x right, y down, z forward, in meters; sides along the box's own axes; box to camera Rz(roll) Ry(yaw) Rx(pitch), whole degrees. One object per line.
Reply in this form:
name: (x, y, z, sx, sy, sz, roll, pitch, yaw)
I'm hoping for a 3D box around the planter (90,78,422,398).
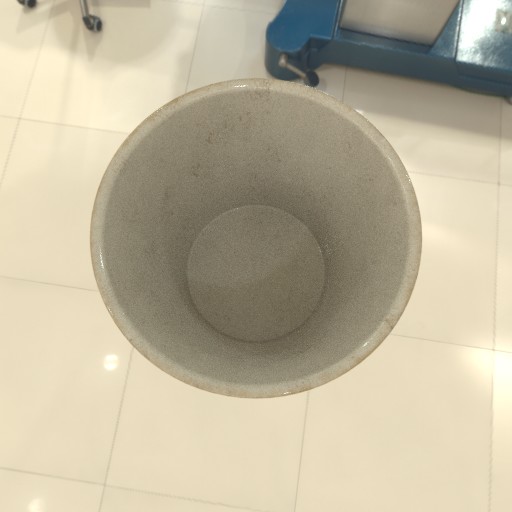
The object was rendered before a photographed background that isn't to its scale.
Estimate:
planter: (0.000, 0.000, 0.337, 0.192, 0.165, 0.192, 0, 77, 0)
